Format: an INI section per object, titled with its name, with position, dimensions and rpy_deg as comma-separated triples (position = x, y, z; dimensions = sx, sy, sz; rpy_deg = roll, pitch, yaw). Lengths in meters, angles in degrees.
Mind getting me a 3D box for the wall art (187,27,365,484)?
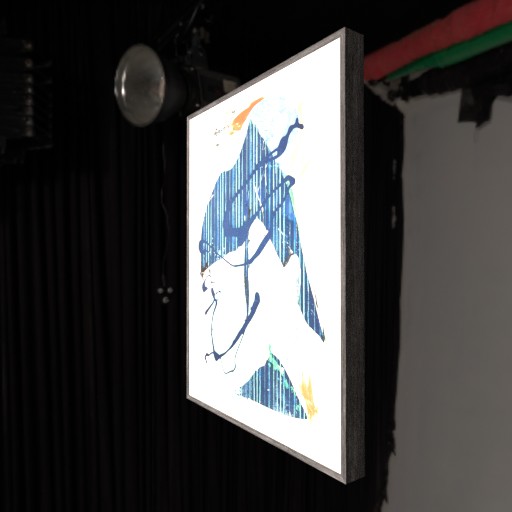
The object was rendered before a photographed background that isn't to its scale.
[wall art]
position = 0.000, 0.000, 1.311
dimensions = 0.063, 1.016, 0.762
rpy_deg = 0, -1, -36
